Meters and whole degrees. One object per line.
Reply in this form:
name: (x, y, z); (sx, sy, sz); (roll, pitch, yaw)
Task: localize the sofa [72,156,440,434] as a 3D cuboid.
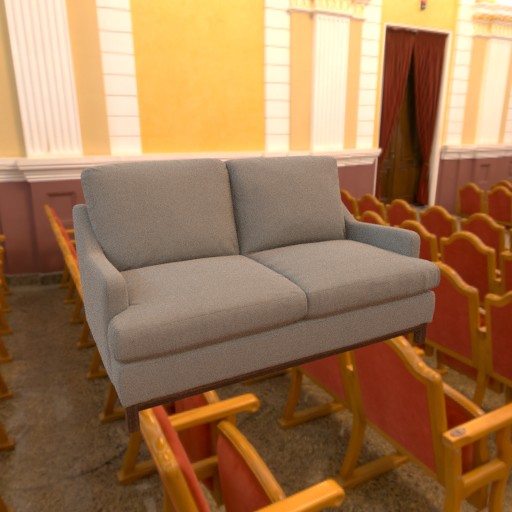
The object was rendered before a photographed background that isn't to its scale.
sofa: (0.000, 0.000, 2.216); (1.589, 0.921, 0.987); (-8, 18, -27)
